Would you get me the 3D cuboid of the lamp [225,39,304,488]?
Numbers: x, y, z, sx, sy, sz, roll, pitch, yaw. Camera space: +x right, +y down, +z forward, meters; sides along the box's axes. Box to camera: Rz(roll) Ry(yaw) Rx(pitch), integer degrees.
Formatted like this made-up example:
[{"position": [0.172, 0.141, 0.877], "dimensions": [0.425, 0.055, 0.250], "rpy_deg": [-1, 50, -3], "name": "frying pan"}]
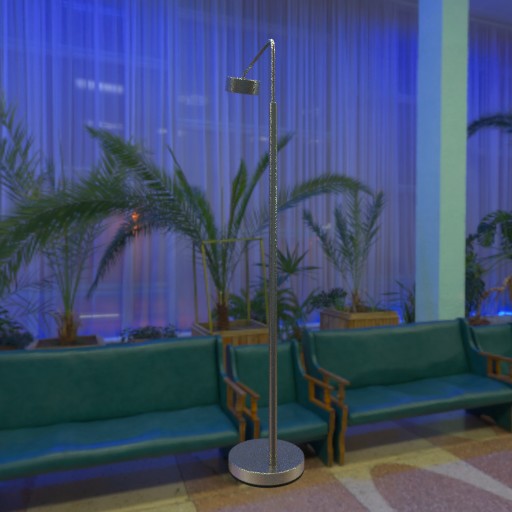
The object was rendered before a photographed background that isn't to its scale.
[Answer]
[{"position": [0.000, 0.000, 1.393], "dimensions": [0.222, 1.250, 0.421], "rpy_deg": [0, 1, -18], "name": "lamp"}]
